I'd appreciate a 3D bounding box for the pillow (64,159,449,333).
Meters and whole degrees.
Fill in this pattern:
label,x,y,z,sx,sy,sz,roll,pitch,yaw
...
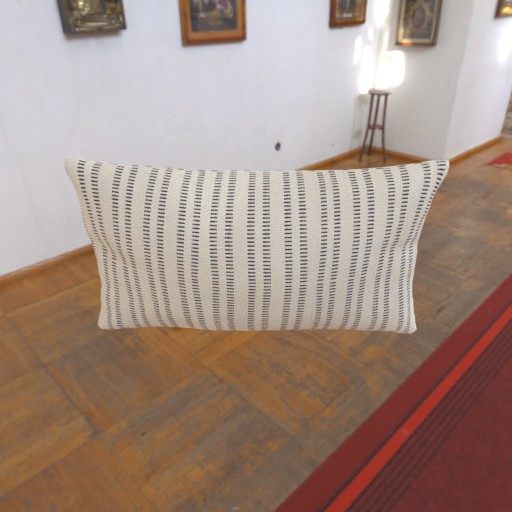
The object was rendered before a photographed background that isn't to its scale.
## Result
label,x,y,z,sx,sy,sz,roll,pitch,yaw
pillow,0.000,0.000,0.801,0.640,0.353,0.210,1,29,1
